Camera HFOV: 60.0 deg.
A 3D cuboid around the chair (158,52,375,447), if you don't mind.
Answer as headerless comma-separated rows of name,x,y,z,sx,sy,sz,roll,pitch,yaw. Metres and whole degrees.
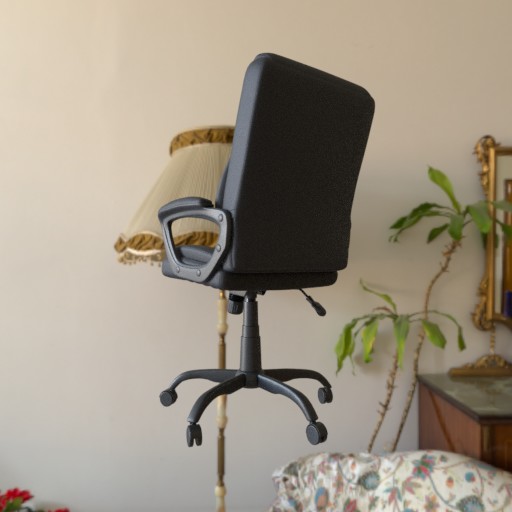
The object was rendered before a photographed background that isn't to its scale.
chair,0.000,0.000,1.490,0.615,1.072,0.655,1,-1,-38
